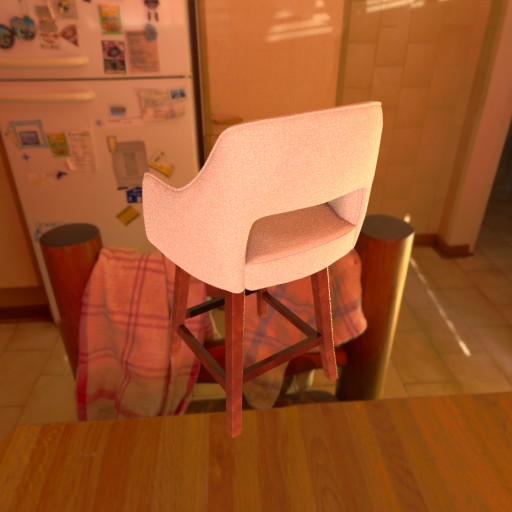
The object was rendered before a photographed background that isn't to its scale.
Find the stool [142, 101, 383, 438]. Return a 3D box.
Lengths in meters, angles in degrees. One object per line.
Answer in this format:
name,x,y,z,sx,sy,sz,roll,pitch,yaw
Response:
stool,0.000,0.000,1.311,0.550,0.936,0.560,-19,35,-29
